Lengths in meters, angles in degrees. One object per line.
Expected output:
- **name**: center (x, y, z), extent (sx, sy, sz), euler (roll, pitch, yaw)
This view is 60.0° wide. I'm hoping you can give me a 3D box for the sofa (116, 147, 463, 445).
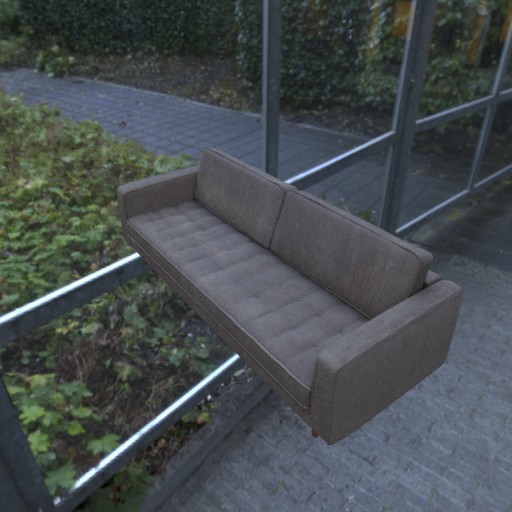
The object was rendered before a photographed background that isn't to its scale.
- **sofa**: center (0.000, 0.000, 2.795), extent (0.923, 0.813, 2.295), euler (-22, 38, -30)
